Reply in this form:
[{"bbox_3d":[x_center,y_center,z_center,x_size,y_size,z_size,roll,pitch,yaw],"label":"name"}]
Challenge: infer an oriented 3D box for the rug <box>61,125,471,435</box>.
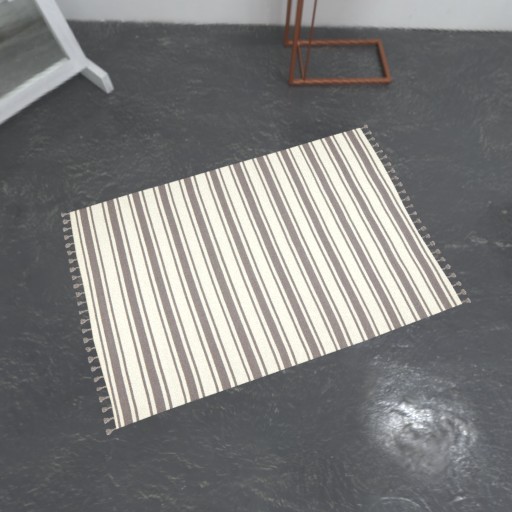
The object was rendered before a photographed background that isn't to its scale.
[{"bbox_3d":[0.000,0.000,3.018,2.425,0.014,1.563,-18,67,-8],"label":"rug"}]
